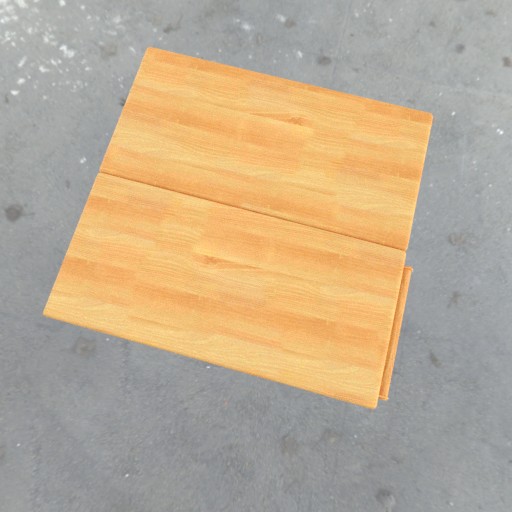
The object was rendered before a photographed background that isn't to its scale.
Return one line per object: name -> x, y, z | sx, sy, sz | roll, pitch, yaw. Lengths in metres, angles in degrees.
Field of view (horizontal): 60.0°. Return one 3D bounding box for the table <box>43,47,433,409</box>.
table -> 0.000, 0.000, 1.394 | 0.752, 0.832, 0.693 | 15, 76, 4
